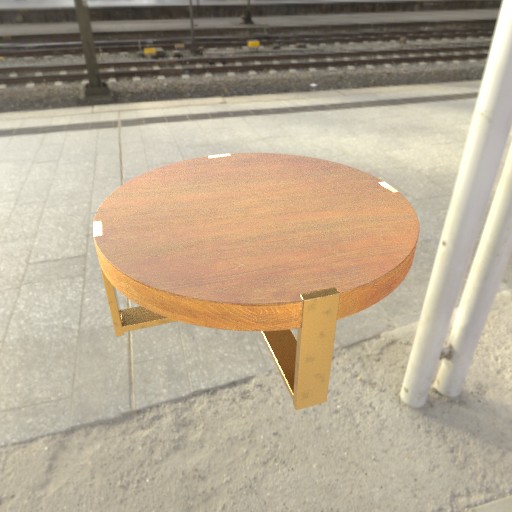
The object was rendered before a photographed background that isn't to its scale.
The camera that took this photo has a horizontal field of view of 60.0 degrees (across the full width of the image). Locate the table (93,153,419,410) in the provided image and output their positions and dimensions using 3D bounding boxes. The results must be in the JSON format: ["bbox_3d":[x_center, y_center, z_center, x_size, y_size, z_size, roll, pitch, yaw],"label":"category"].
[{"bbox_3d":[0.000,0.000,1.680,1.100,0.420,1.100,0,33,0],"label":"table"}]
